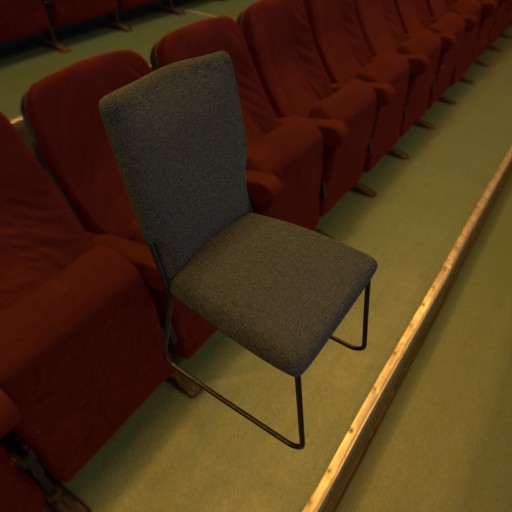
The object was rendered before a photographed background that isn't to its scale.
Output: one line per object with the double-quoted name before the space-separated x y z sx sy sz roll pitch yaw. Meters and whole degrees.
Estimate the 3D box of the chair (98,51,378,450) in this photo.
"chair" 0.000 0.000 1.265 0.635 0.931 0.480 25 47 25
